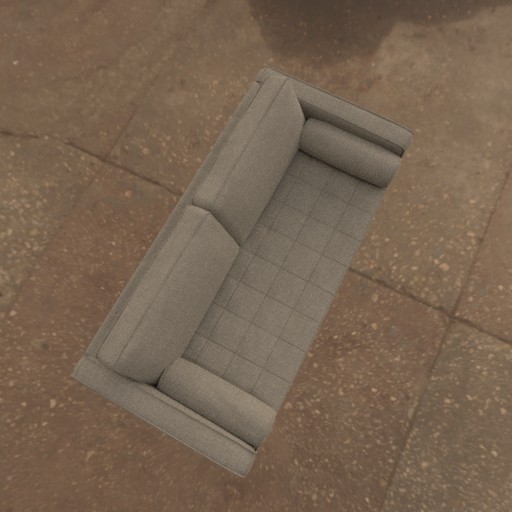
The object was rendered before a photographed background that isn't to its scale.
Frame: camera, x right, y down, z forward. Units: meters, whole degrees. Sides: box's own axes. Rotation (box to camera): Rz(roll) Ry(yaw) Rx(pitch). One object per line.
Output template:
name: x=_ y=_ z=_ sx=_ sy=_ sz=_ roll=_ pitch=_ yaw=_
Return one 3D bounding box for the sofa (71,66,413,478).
sofa: x=0.000 y=0.000 z=2.303 sx=0.914 sy=0.762 sz=1.879 roll=27 pitch=76 yaw=7
